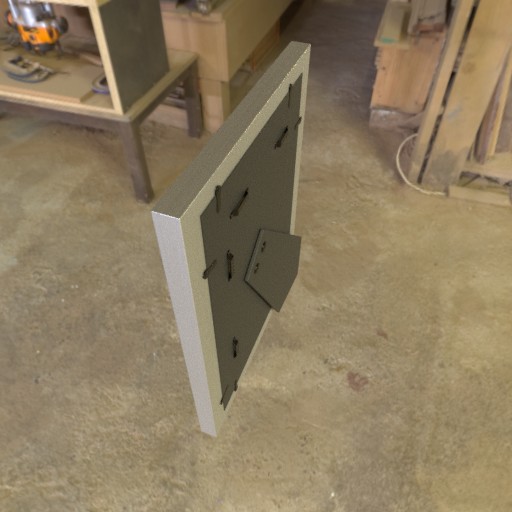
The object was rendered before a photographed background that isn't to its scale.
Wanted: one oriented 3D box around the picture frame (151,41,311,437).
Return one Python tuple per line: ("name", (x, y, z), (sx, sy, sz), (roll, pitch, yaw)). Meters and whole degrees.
("picture frame", (0.000, 0.000, 0.537), (0.036, 0.386, 0.307), (16, 49, 14))
